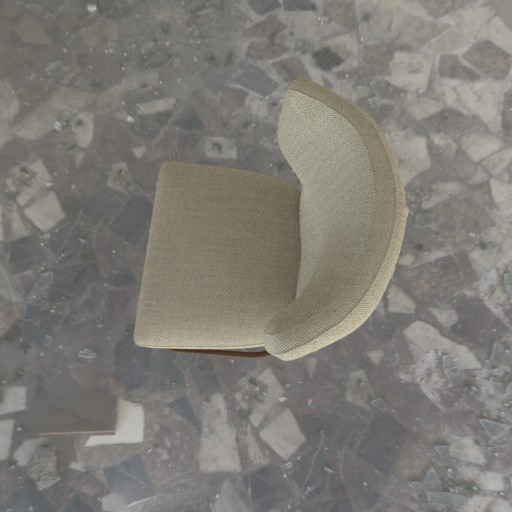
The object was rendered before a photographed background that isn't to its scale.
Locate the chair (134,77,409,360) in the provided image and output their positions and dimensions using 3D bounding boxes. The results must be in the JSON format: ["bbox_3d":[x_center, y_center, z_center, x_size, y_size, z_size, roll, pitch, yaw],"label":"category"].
[{"bbox_3d":[0.000,0.000,1.259,0.617,0.824,0.611,4,74,1],"label":"chair"}]
